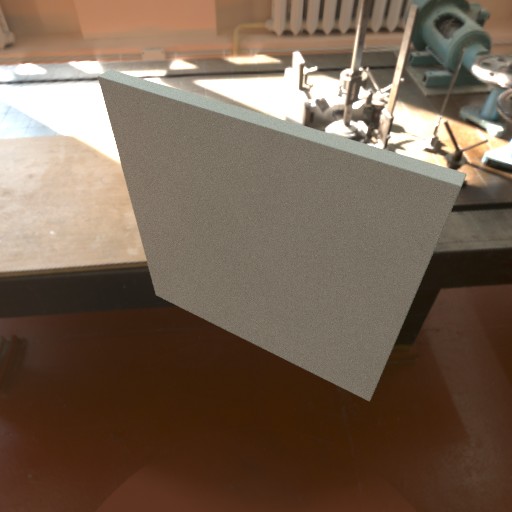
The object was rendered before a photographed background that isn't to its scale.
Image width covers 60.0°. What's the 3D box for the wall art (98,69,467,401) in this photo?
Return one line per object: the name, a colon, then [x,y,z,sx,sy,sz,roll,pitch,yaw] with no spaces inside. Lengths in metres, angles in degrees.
wall art: [0.000,0.000,1.111,0.762,0.762,0.040,23,51,20]
